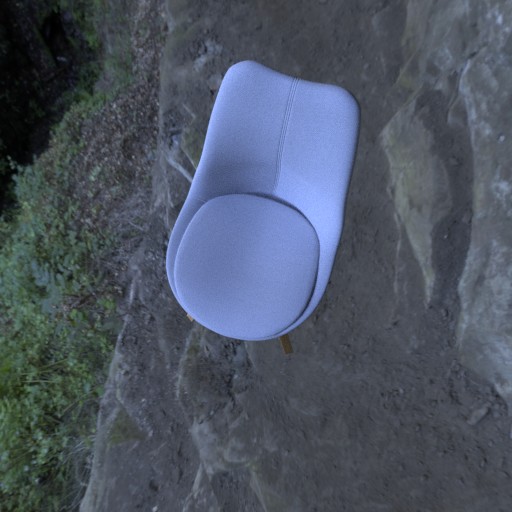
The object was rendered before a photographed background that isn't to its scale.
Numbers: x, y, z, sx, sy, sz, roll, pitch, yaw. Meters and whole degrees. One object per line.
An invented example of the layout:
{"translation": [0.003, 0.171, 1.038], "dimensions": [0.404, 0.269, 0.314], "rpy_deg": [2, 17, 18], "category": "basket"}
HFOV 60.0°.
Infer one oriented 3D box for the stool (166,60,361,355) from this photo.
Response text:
{"translation": [0.000, 0.000, 1.412], "dimensions": [0.484, 1.115, 0.550], "rpy_deg": [19, 77, 5], "category": "stool"}
